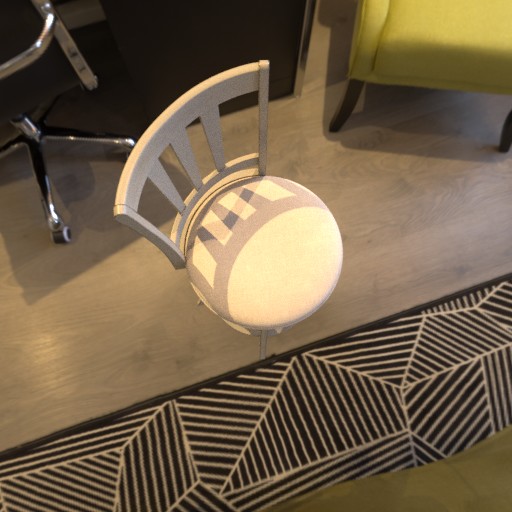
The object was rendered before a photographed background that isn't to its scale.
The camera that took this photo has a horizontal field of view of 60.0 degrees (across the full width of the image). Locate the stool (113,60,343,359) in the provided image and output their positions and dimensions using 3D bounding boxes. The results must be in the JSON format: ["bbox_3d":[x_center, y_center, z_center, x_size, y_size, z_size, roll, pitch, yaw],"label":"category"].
[{"bbox_3d":[0.000,0.000,1.305,0.475,1.042,0.436,39,78,10],"label":"stool"}]
